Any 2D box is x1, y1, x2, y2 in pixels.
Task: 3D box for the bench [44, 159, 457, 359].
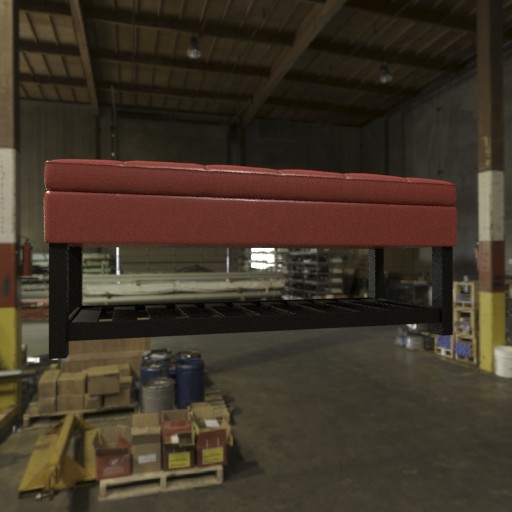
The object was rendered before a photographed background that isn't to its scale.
[{"bbox_3d":[0.000,0.000,1.328,1.105,0.460,0.432,0,0,-17],"label":"bench"}]
